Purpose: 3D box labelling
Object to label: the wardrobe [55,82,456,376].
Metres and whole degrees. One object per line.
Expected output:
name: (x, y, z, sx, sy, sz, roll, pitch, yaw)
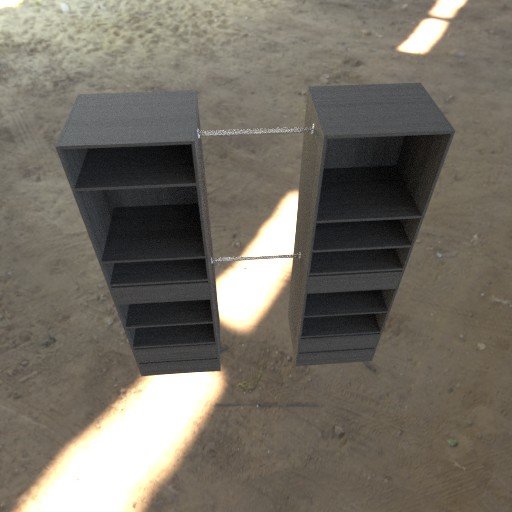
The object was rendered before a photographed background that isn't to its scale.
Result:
wardrobe: (0.000, 0.000, 2.843, 1.770, 2.000, 0.480, -3, 46, -3)
